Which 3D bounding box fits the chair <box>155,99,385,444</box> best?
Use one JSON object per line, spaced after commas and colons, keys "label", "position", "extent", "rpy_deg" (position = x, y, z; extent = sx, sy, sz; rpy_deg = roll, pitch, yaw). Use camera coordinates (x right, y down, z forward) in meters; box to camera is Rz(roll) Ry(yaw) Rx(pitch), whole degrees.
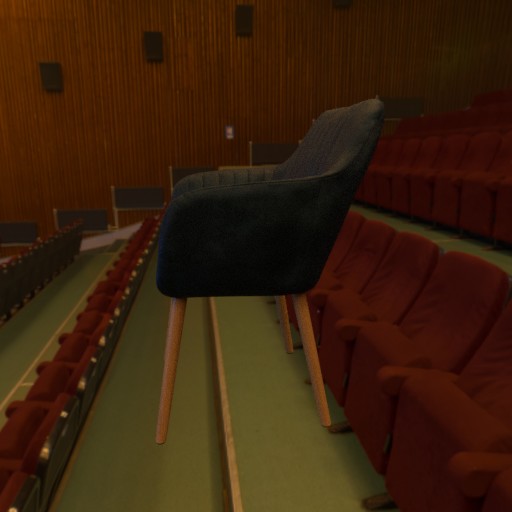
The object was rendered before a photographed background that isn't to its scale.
{"label": "chair", "position": [0.000, 0.000, 1.259], "extent": [0.573, 0.826, 0.578], "rpy_deg": [-2, 14, -8]}
